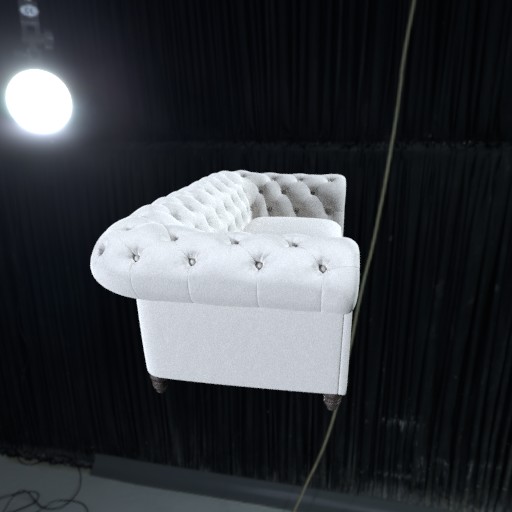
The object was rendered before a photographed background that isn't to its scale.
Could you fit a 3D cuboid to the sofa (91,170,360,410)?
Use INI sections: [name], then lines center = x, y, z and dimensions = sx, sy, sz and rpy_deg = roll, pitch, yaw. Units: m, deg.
[sofa]
center = 0.000, 0.000, 2.457
dimensions = 0.986, 0.764, 1.998
rpy_deg = 3, 18, 9
